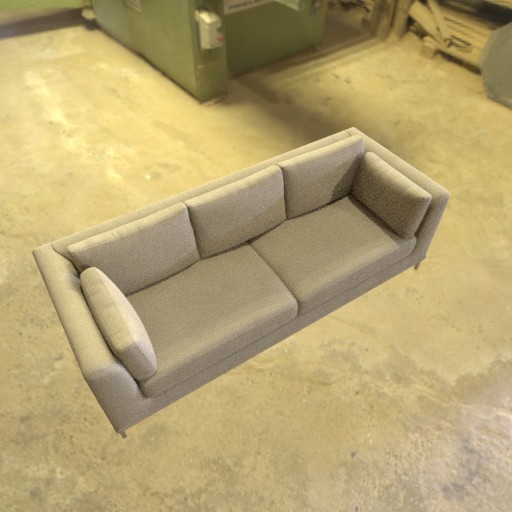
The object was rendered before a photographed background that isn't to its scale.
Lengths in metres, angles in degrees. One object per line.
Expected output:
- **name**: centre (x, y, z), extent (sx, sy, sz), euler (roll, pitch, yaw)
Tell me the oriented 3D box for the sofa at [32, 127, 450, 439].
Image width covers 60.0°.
- **sofa**: centre (0.000, 0.000, 2.911), extent (2.415, 0.867, 0.969), euler (-25, 52, -22)
